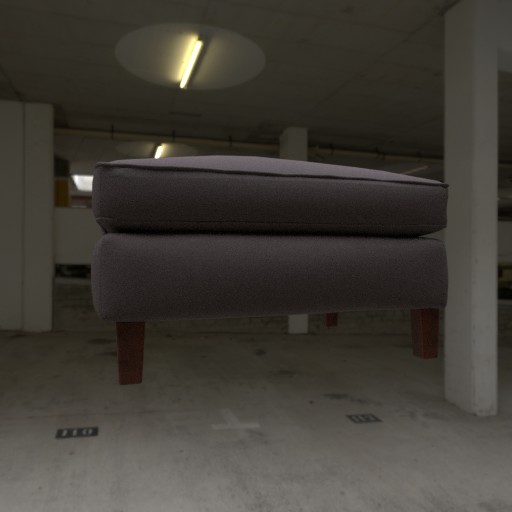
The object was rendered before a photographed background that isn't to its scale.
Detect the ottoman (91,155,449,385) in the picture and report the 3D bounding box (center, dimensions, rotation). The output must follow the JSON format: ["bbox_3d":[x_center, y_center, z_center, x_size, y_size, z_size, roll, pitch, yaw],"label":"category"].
[{"bbox_3d":[0.000,0.000,0.997,0.686,0.406,0.508,0,0,-18],"label":"ottoman"}]
